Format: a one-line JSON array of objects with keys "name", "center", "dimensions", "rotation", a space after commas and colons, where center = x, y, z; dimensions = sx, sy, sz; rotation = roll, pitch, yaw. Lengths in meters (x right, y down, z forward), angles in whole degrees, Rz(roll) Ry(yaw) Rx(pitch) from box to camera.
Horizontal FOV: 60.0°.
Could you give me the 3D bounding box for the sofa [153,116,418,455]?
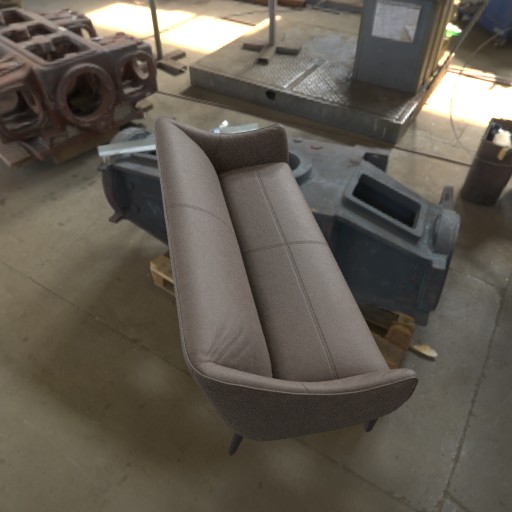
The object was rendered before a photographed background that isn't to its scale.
[{"name": "sofa", "center": [0.000, 0.000, 2.373], "dimensions": [0.869, 0.831, 1.928], "rotation": [-9, 46, -9]}]
